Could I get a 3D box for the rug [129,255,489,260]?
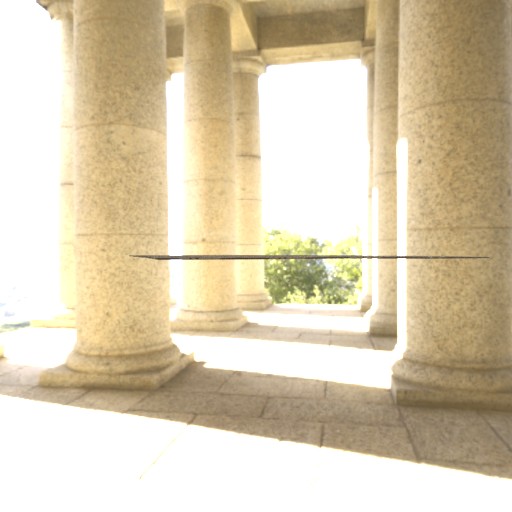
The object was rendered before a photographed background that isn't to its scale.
[{"bbox_3d":[0.000,0.000,2.179,1.142,0.010,1.748,0,0,-18],"label":"rug"}]
